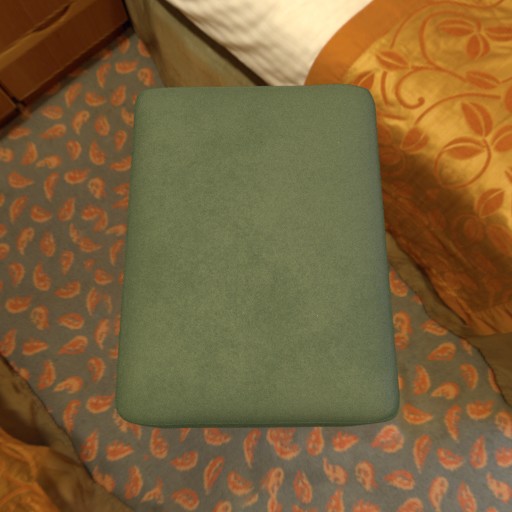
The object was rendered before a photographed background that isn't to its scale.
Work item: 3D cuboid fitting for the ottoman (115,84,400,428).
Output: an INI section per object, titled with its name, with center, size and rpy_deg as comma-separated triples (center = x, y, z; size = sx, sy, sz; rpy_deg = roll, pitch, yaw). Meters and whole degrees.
[ottoman]
center = 0.000, 0.000, 1.154
size = 0.608, 0.449, 0.811
rpy_deg = -1, 76, 0
